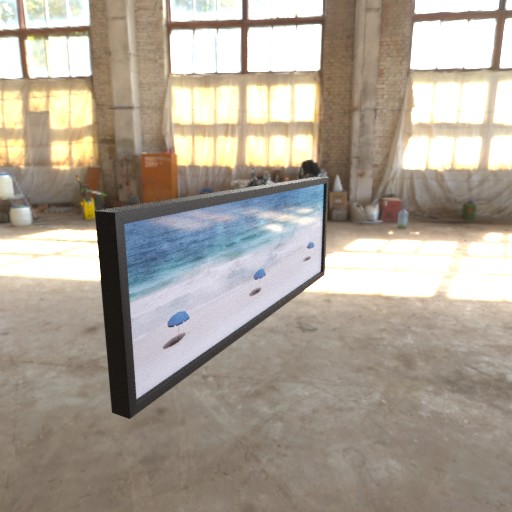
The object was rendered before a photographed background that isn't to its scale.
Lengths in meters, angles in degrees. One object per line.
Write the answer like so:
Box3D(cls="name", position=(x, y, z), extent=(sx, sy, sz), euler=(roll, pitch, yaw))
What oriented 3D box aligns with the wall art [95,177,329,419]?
Box3D(cls="wall art", position=(0.000, 0.000, 0.990), extent=(0.037, 0.303, 0.860), euler=(7, 15, 27))
